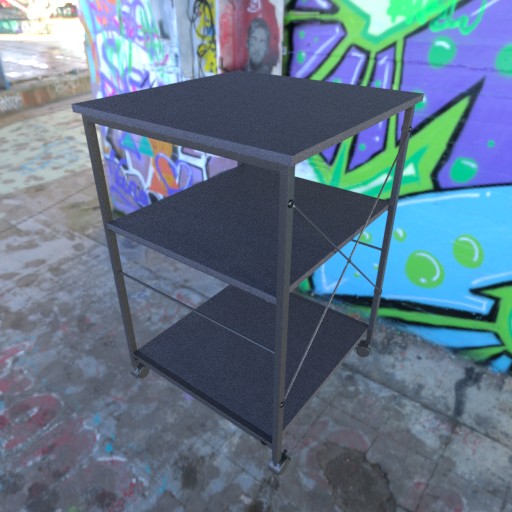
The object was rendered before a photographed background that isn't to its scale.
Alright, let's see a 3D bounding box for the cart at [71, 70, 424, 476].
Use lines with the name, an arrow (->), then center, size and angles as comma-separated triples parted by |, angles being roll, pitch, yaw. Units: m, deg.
cart -> 0.000, 0.000, 1.114 | 0.520, 0.762, 0.521 | 22, 37, 31
